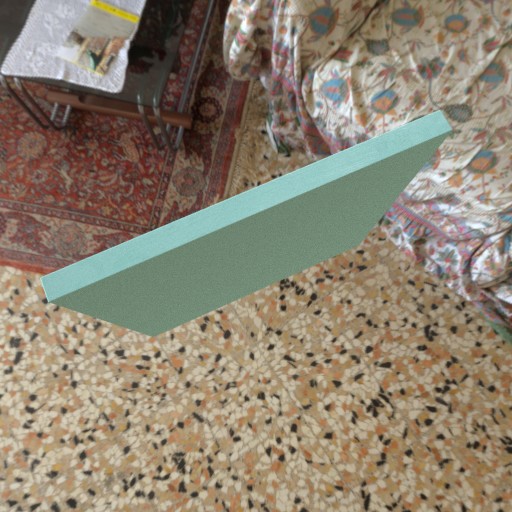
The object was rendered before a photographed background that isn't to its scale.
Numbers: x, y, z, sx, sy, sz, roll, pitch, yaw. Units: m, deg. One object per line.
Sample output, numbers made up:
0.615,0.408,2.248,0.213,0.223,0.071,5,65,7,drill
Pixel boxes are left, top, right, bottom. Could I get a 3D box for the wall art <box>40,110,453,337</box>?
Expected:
0.000,0.000,0.897,0.603,0.603,0.036,-24,77,-6,wall art
